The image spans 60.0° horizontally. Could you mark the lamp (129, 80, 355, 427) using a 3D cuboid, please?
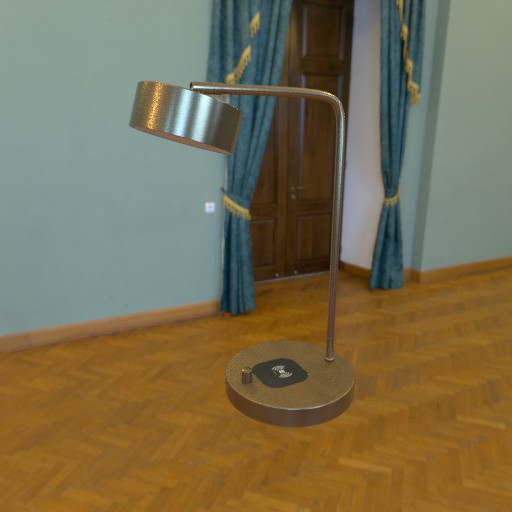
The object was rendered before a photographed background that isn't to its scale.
[{"bbox_3d":[0.000,0.000,0.524,0.270,0.380,0.171,-8,18,-25],"label":"lamp"}]
